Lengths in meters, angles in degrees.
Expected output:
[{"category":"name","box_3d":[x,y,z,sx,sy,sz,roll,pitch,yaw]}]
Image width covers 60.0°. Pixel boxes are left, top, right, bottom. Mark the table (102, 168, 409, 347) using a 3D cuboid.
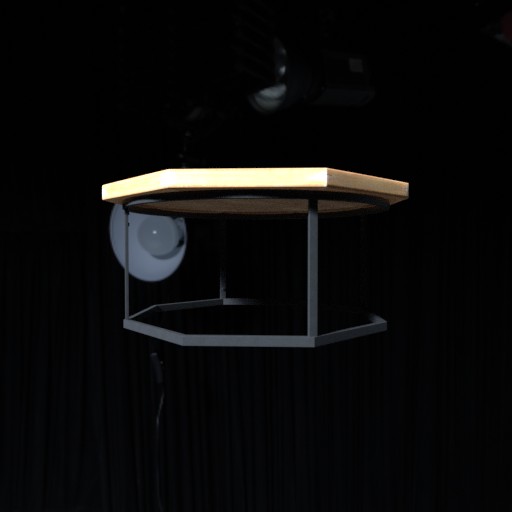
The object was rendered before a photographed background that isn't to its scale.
[{"category":"table","box_3d":[0.000,0.000,1.534,1.002,0.444,1.002,0,1,0]}]
